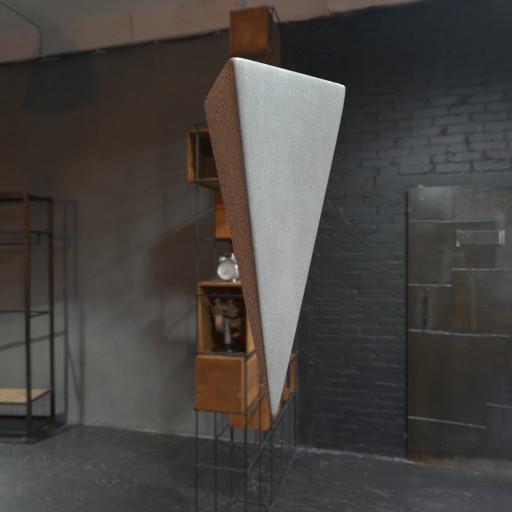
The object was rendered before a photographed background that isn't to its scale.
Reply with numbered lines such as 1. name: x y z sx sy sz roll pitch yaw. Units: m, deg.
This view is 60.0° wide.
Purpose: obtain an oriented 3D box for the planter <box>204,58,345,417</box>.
1. planter: 0.000 0.000 0.158 0.058 0.130 0.047 0 0 17
